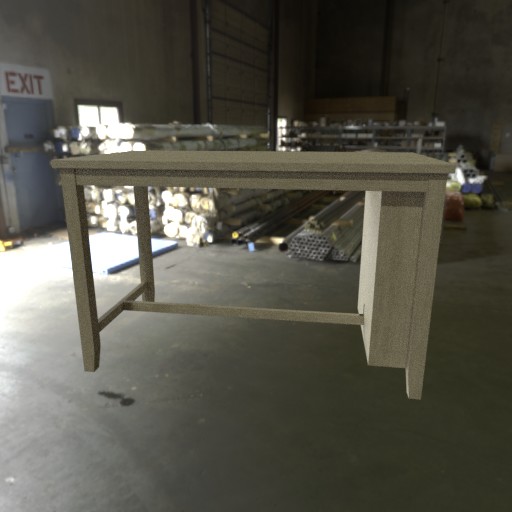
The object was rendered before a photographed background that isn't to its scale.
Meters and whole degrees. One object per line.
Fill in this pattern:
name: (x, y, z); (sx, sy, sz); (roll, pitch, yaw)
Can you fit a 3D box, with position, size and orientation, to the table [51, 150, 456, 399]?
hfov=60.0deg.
table: (0.000, 0.000, 1.978); (1.397, 0.874, 0.729); (2, 16, 8)
